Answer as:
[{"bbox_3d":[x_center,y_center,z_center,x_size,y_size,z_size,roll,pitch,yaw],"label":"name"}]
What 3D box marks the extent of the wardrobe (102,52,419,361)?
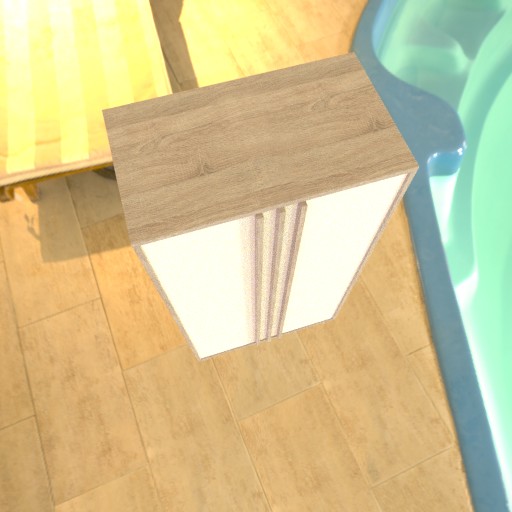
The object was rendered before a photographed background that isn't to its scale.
[{"bbox_3d":[0.000,0.000,2.458,1.000,1.960,0.600,-16,66,-7],"label":"wardrobe"}]
